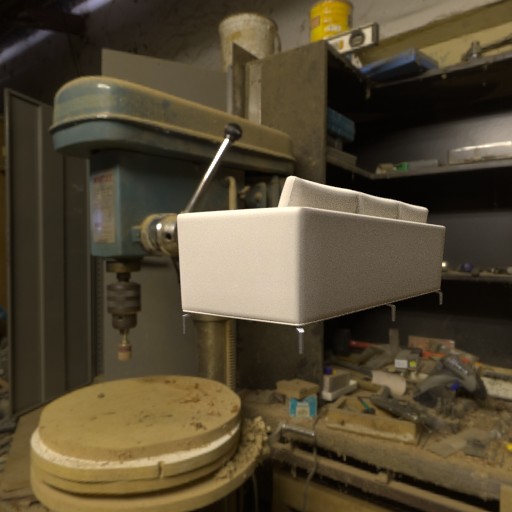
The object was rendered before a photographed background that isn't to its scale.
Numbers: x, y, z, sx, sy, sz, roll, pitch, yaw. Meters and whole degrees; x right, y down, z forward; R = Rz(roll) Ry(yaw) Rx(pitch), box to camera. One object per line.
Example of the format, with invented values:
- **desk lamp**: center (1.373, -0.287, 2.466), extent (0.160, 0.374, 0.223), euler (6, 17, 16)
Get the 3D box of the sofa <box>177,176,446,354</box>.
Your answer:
- **sofa**: center (0.000, 0.000, 3.743), extent (2.430, 0.867, 2.448), euler (1, 1, 38)
